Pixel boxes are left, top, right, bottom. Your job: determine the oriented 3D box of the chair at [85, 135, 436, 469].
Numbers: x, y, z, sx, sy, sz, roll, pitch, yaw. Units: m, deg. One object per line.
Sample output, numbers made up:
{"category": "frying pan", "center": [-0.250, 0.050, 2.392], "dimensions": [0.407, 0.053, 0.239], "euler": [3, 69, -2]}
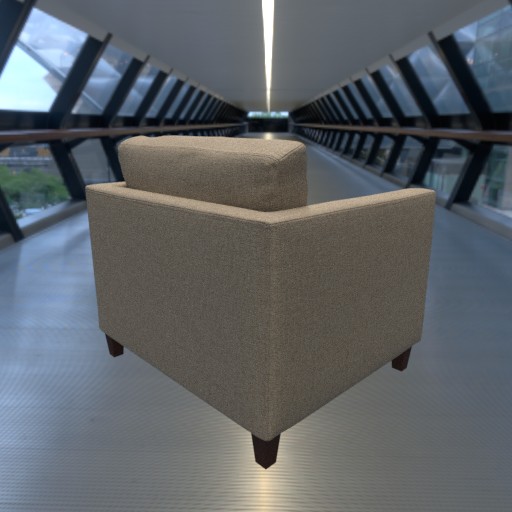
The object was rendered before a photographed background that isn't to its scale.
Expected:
{"category": "chair", "center": [0.000, 0.000, 1.831], "dimensions": [0.959, 0.961, 1.107], "euler": [-15, 21, -42]}
